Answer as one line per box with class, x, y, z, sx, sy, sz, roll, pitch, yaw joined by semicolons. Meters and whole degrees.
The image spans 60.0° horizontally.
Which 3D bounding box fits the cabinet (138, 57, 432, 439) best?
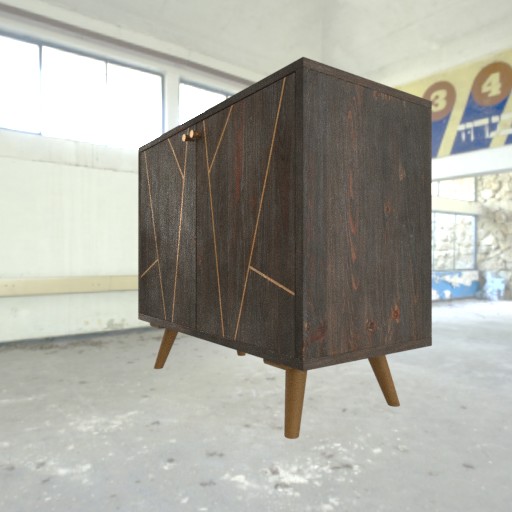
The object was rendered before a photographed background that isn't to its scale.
cabinet;0.000;0.000;1.549;0.529;0.897;1.023;0;0;-35
